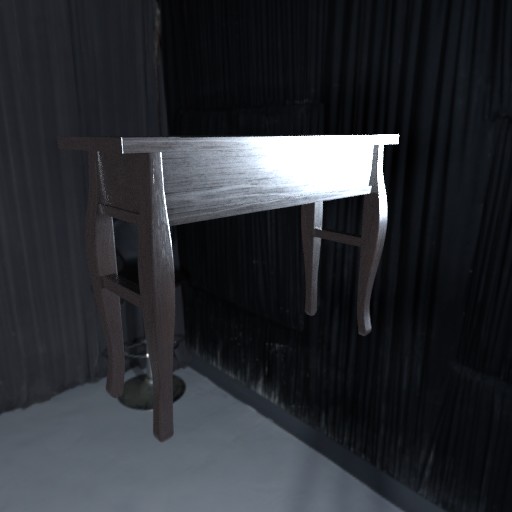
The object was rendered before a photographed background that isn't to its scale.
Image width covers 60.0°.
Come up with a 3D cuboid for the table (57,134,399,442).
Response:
[{"bbox_3d":[0.000,0.000,1.462,1.062,0.768,0.373,-14,21,-41],"label":"table"}]
